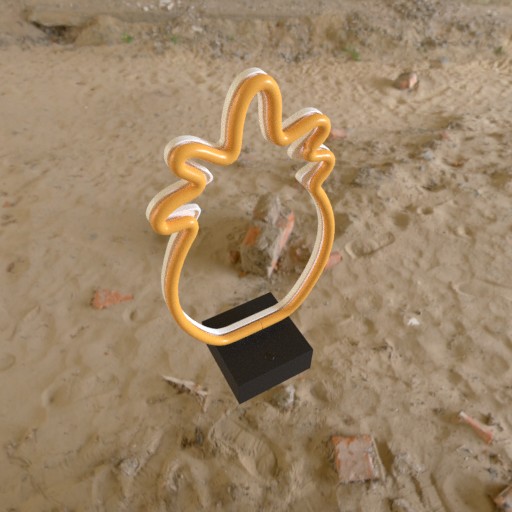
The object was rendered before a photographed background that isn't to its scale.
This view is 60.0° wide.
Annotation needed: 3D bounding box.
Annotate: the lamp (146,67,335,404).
[{"bbox_3d":[0.000,0.000,0.385,0.167,0.317,0.088,-22,50,-20],"label":"lamp"}]
